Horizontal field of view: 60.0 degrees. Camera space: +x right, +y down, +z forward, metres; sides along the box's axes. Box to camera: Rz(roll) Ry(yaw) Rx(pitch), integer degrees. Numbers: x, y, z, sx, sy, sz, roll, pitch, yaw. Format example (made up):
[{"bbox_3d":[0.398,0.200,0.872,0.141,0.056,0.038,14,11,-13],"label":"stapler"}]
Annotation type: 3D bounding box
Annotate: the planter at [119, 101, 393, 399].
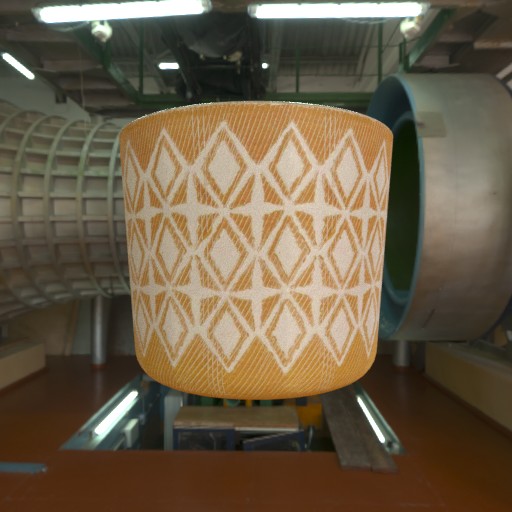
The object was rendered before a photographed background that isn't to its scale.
[{"bbox_3d":[0.000,0.000,0.328,0.193,0.165,0.193,0,1,0],"label":"planter"}]
